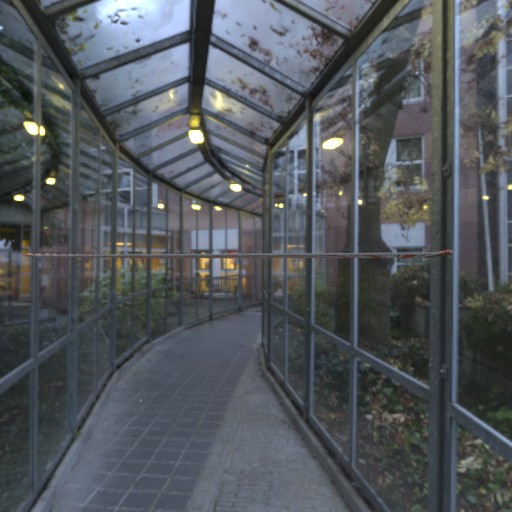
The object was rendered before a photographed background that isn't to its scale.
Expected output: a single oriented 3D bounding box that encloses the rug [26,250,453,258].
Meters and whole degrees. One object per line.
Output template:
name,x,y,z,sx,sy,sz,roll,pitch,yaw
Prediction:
rug,0.000,0.000,4.434,3.369,0.035,2.451,0,-1,18
